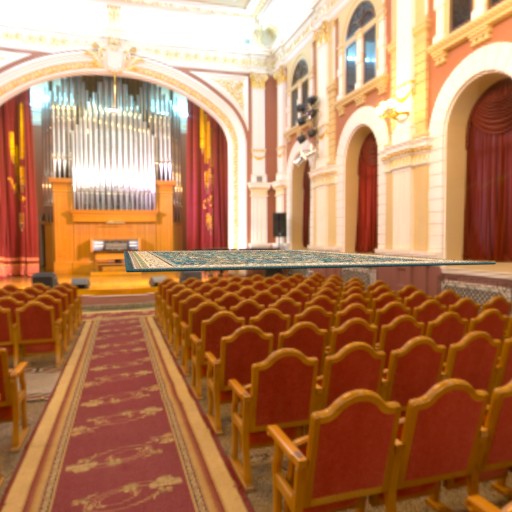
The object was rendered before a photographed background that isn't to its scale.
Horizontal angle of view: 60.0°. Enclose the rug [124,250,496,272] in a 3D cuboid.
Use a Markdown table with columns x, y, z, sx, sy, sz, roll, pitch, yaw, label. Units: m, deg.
| x | y | z | sx | sy | sz | roll | pitch | yaw | label |
| --- | --- | --- | --- | --- | --- | --- | --- | --- | --- |
| 0.000 | 0.000 | 3.909 | 2.226 | 0.015 | 3.044 | -1 | 2 | -17 | rug |
